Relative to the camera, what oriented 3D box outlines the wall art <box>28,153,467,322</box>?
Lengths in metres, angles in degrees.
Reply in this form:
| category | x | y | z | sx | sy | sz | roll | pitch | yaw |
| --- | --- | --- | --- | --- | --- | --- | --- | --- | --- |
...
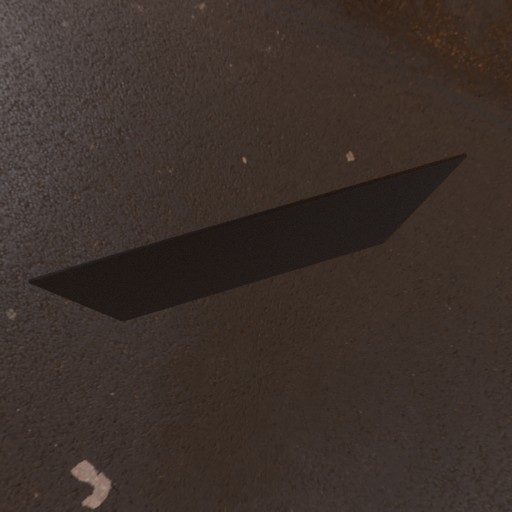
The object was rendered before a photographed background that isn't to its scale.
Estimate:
| category | x | y | z | sx | sy | sz | roll | pitch | yaw |
| --- | --- | --- | --- | --- | --- | --- | --- | --- | --- |
| wall art | 0.000 | 0.000 | 1.544 | 1.192 | 0.811 | 0.013 | -16 | 75 | -4 |
